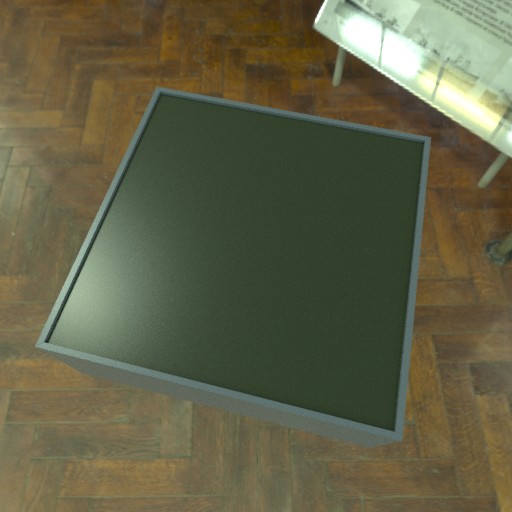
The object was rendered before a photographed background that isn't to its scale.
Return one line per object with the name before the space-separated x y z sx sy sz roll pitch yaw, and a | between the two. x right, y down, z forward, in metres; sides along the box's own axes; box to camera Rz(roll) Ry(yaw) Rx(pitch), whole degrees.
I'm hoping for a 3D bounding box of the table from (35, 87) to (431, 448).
table | 0.000 0.000 1.234 0.801 0.299 0.801 12 65 6
